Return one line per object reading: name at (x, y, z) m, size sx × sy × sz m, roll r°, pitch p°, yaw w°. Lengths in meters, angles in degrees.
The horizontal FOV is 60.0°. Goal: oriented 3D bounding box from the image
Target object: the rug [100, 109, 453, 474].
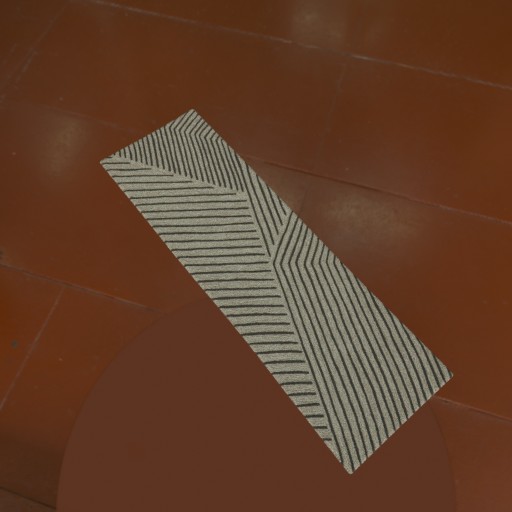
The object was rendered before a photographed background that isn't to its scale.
rug at (0.000, 0.000, 2.691) m, size 0.773 × 0.020 × 2.439 m, roll -36°, pitch 69°, yaw -16°
